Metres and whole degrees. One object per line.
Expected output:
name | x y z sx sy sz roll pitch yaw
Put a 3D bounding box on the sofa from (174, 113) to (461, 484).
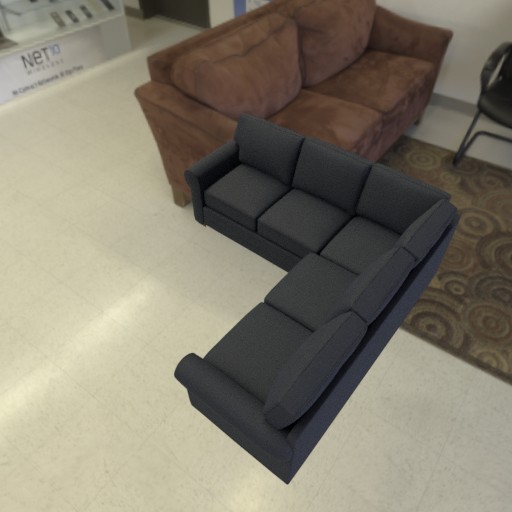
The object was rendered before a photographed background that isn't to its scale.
sofa | 0.000 0.000 3.848 2.487 1.042 2.562 30 53 26
